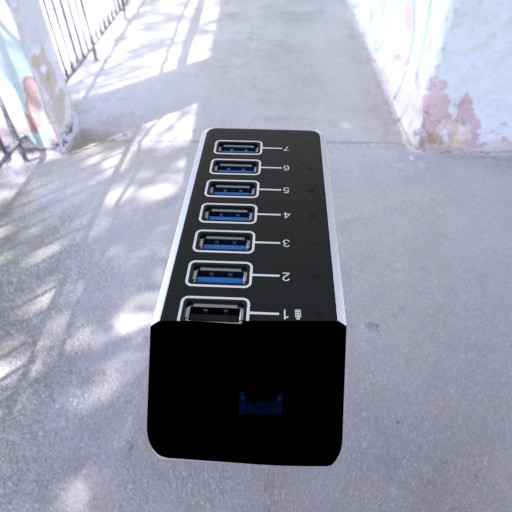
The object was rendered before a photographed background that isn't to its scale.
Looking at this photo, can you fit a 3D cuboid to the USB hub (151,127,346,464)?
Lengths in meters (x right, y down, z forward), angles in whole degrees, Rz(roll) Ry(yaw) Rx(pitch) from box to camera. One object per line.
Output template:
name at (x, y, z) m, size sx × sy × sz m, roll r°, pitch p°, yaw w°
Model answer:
USB hub at (0.000, 0.000, 0.131) m, size 0.044 × 0.023 × 0.110 m, roll 2°, pitch 45°, yaw 2°
